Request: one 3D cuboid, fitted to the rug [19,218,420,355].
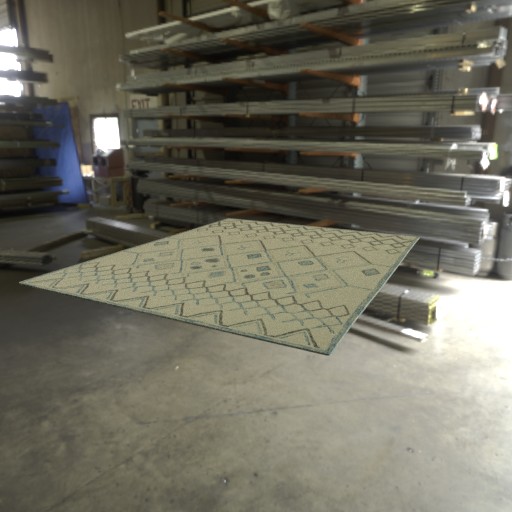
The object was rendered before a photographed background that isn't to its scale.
[{"bbox_3d":[0.000,0.000,4.081,2.441,0.013,3.056,8,17,27],"label":"rug"}]
